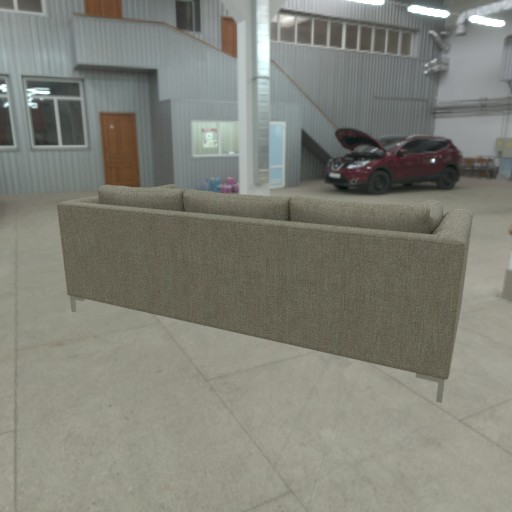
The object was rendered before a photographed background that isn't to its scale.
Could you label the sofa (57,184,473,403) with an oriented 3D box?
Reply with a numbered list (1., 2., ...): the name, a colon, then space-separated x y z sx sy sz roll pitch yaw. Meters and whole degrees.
1. sofa: 0.000 0.000 2.835 2.415 0.867 0.969 8 17 26
